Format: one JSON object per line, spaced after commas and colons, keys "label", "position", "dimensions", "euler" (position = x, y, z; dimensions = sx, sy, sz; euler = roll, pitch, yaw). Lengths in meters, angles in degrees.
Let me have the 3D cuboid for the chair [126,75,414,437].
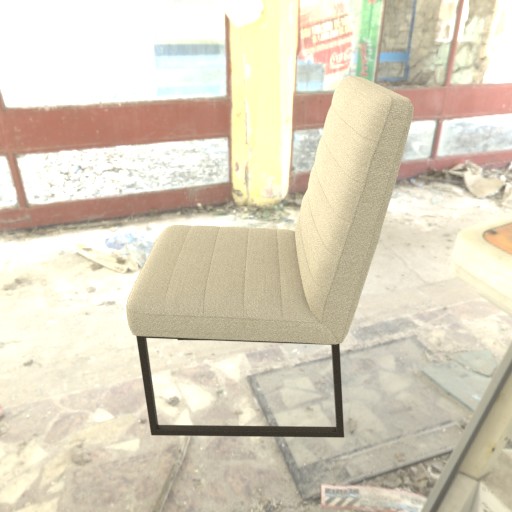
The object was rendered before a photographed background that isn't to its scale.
{"label": "chair", "position": [0.000, 0.000, 1.270], "dimensions": [0.634, 0.930, 0.520], "euler": [0, 27, 1]}
